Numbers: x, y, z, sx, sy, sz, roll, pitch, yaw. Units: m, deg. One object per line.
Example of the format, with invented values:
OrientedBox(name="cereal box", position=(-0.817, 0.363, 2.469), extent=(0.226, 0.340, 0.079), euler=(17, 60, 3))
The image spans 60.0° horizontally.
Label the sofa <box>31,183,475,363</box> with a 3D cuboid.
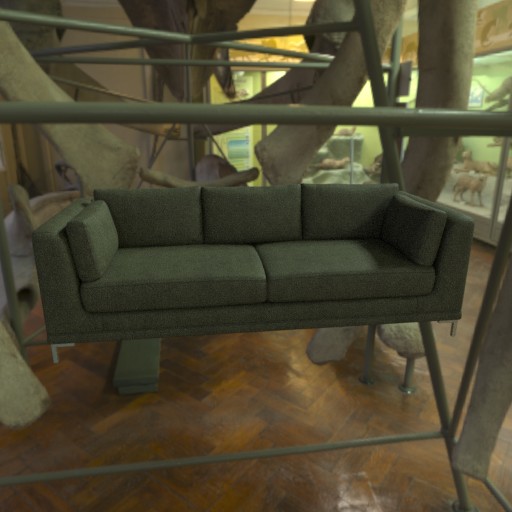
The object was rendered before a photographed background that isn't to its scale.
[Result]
OrientedBox(name="sofa", position=(0.000, 0.000, 2.904), extent=(2.415, 0.867, 0.969), euler=(-2, 18, -7))
